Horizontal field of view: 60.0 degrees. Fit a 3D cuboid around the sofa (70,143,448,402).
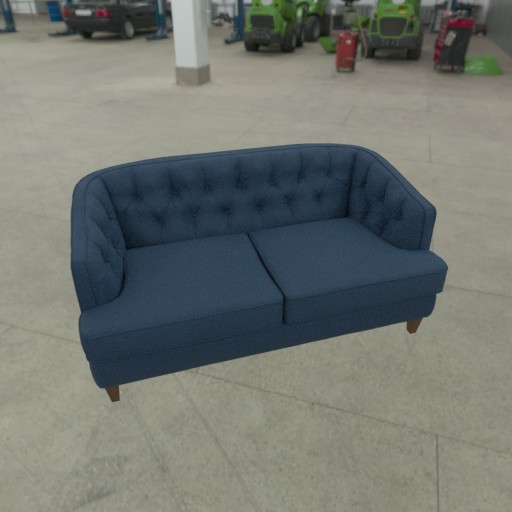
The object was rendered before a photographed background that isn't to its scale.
[{"bbox_3d":[0.000,0.000,2.319,1.733,0.854,0.941,-9,33,-15],"label":"sofa"}]
